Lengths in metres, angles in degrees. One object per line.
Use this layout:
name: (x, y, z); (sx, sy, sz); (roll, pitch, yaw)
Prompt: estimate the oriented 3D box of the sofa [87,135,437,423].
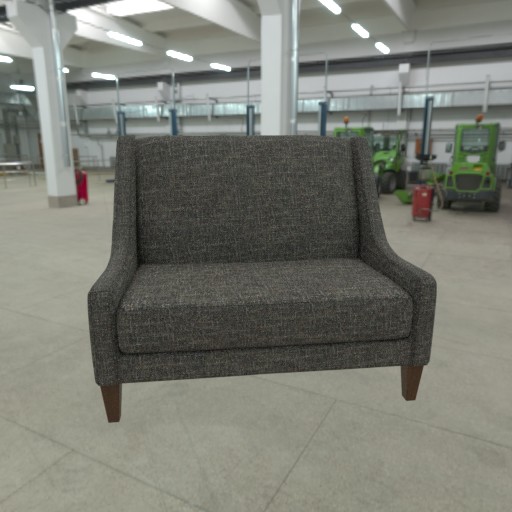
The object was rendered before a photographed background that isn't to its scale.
sofa: (0.000, 0.000, 1.907); (1.242, 1.021, 0.870); (-2, 14, -7)
